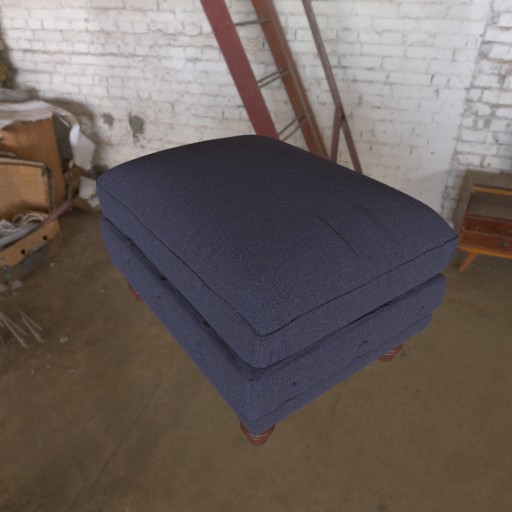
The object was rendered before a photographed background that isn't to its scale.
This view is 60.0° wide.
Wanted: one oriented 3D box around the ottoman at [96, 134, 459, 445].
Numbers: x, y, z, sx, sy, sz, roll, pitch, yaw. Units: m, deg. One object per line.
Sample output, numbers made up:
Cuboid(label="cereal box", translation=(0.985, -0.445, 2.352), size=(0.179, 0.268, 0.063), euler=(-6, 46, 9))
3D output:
Cuboid(label="ottoman", translation=(0.000, 0.000, 1.150), size=(0.558, 0.486, 0.767), euler=(-21, 38, -29))
